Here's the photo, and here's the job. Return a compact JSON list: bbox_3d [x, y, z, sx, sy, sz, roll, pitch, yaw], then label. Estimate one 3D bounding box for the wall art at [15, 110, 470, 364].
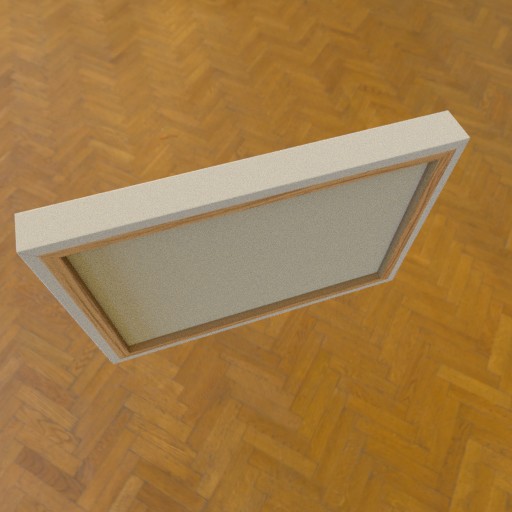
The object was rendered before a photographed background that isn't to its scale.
[{"bbox_3d":[0.000,0.000,0.475,0.381,0.259,0.038,-15,60,-9],"label":"wall art"}]
